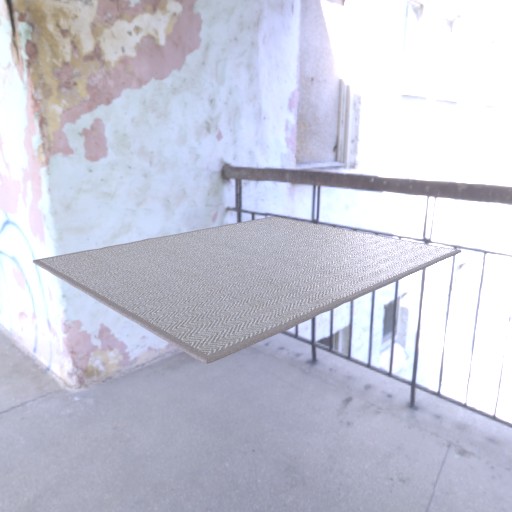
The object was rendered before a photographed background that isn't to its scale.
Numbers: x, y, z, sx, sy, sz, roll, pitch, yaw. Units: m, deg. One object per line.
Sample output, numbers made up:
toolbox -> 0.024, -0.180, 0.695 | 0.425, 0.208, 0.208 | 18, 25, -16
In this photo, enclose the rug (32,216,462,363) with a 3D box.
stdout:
rug -> 0.000, 0.000, 3.966 | 3.007, 0.032, 2.434 | -15, 21, -42
